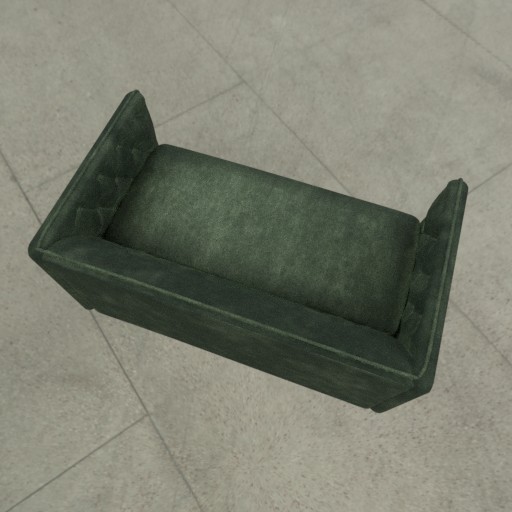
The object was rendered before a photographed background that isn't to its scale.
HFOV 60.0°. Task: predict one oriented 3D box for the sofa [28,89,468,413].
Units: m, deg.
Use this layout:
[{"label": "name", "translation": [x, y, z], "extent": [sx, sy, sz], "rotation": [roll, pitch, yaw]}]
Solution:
[{"label": "sofa", "translation": [0.000, 0.000, 2.032], "extent": [1.537, 0.768, 0.895], "rotation": [18, 66, 8]}]
